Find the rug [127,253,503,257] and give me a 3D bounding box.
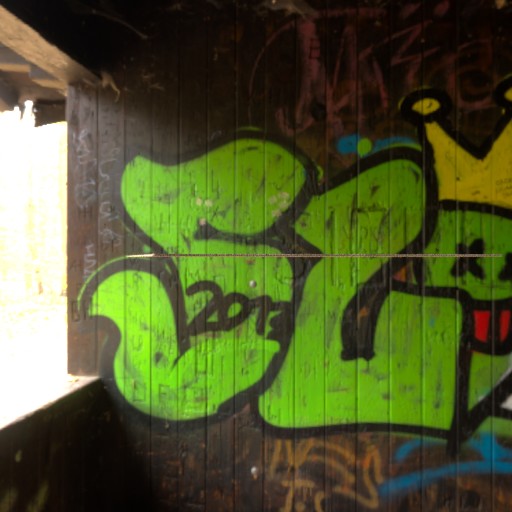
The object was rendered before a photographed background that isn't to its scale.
[{"bbox_3d":[0.000,0.000,2.891,1.545,0.010,2.440,0,0,-18],"label":"rug"}]
